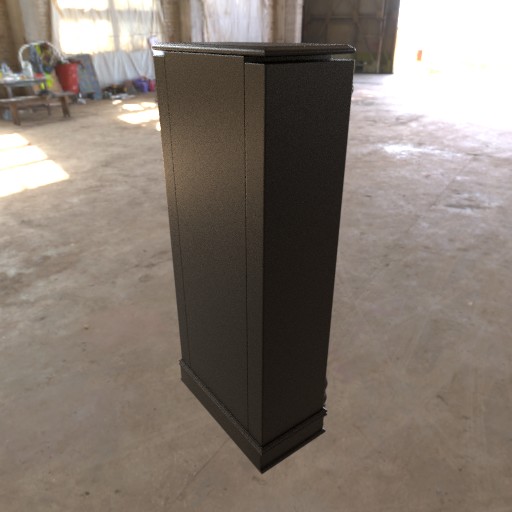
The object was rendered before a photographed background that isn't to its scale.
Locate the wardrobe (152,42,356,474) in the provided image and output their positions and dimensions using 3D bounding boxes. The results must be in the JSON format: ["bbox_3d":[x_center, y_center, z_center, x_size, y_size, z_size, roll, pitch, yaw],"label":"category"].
[{"bbox_3d":[0.000,0.000,1.169,0.295,1.011,0.444,-19,32,-32],"label":"wardrobe"}]
